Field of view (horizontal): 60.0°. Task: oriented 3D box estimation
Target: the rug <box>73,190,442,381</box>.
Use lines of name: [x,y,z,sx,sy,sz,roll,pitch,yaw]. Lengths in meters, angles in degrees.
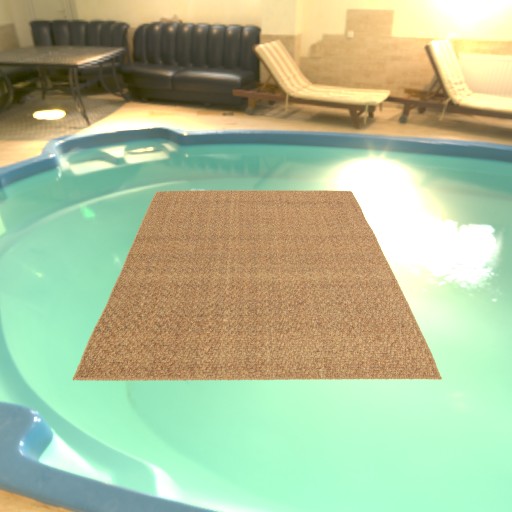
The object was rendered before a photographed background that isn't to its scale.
rug: [0.000,0.000,4.167,2.439,0.013,3.048,0,32,0]
